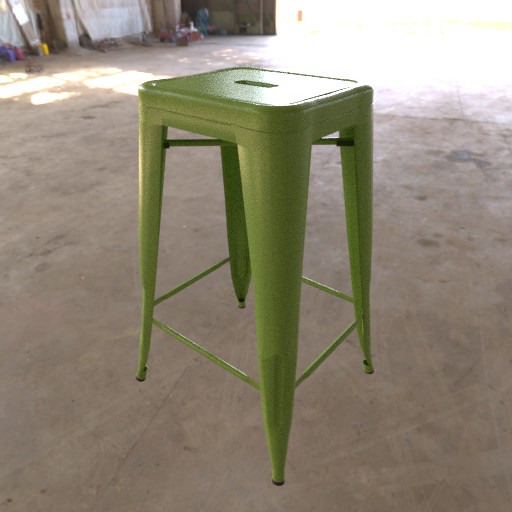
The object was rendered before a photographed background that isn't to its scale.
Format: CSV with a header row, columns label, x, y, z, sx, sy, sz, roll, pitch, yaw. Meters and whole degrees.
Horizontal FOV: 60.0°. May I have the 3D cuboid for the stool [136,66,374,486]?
label,x,y,z,sx,sy,sz,roll,pitch,yaw
stool,0.000,0.000,0.823,0.398,0.609,0.358,23,38,33
